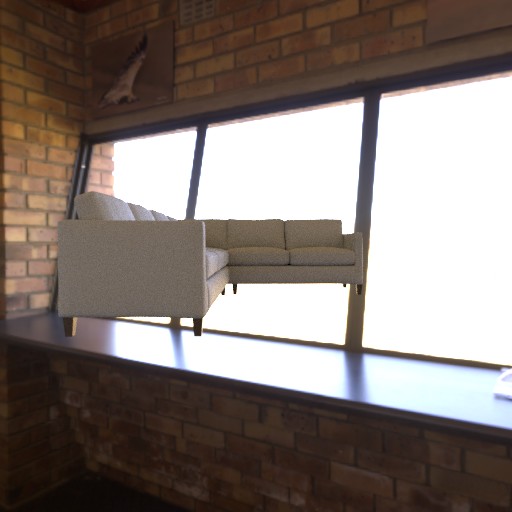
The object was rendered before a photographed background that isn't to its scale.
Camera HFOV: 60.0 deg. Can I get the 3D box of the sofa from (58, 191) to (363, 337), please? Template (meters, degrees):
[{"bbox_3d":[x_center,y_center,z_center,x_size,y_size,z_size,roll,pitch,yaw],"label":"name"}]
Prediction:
[{"bbox_3d":[0.000,0.000,4.361,2.522,0.934,3.333,0,1,0],"label":"sofa"}]
